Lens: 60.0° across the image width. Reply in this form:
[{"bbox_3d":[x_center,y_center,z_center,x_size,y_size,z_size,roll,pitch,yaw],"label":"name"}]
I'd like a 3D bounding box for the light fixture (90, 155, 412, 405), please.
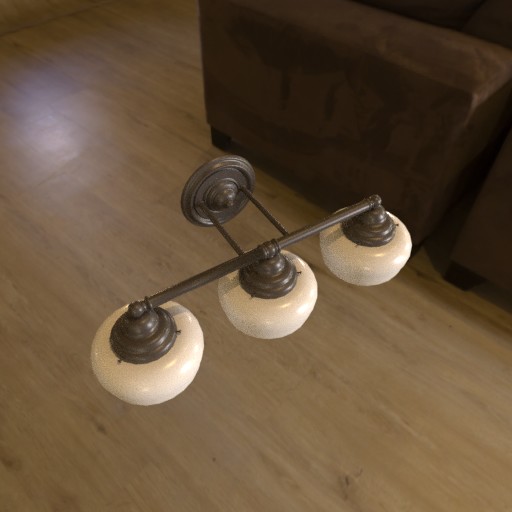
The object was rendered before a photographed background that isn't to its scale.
[{"bbox_3d":[0.000,0.000,0.723,0.587,0.242,0.239,-24,52,-21],"label":"light fixture"}]
